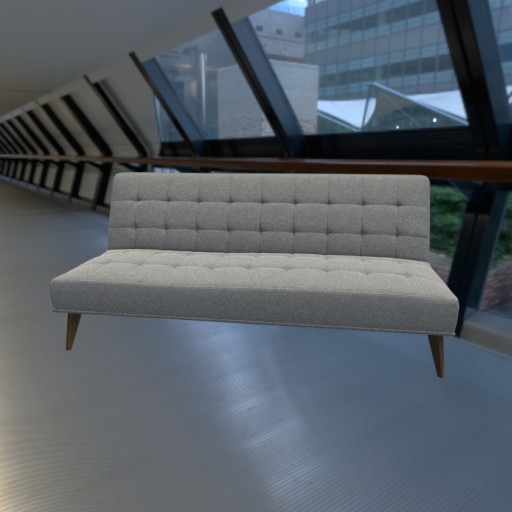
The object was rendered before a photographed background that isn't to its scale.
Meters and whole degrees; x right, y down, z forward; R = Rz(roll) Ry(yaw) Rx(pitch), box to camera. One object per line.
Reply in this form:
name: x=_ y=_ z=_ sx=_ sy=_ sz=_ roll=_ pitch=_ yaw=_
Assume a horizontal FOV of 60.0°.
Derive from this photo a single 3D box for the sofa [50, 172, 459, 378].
sofa: x=0.000 y=0.000 z=2.298 sx=1.800 sy=0.810 sz=0.860 roll=2 pitch=14 yaw=8
